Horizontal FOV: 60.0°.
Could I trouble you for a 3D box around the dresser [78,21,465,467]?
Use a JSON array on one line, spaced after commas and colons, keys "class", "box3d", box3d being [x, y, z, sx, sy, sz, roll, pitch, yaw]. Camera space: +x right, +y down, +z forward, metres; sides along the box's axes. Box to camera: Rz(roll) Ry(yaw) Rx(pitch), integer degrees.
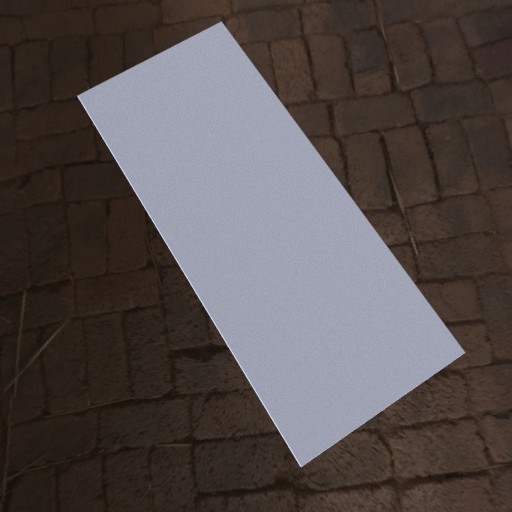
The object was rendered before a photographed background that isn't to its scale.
[{"class": "dresser", "box3d": [0.000, 0.000, 1.517, 0.460, 0.820, 1.100, -31, 77, -8]}]
